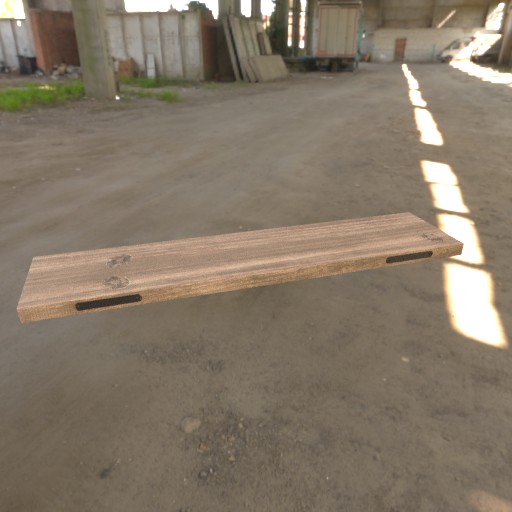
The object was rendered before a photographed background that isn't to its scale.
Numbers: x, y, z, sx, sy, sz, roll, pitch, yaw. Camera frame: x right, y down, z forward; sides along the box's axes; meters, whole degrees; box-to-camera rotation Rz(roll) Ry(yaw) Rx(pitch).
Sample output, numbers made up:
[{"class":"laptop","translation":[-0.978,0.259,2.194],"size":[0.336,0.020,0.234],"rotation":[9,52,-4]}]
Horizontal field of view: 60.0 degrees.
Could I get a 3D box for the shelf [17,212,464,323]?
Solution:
[{"class":"shelf","translation":[0.000,0.000,0.646],"size":[0.610,0.020,0.140],"rotation":[-8,27,-15]}]
